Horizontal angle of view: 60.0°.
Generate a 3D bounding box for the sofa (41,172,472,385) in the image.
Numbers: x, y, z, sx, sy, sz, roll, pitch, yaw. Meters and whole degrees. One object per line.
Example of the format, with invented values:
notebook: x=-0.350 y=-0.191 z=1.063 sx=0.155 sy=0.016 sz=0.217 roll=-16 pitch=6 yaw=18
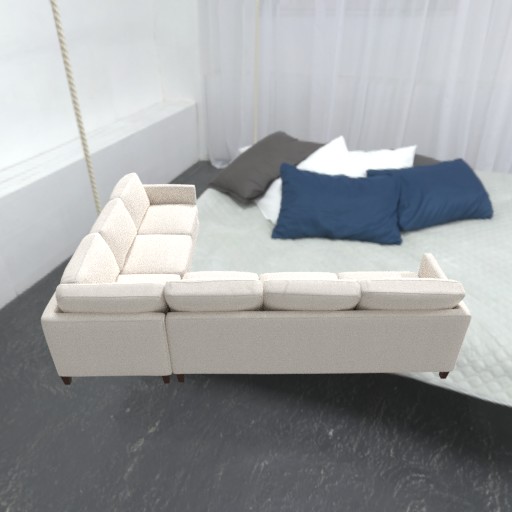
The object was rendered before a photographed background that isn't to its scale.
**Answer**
sofa: x=0.000 y=0.000 z=4.517 sx=3.302 sy=0.947 sz=2.593 roll=-1 pitch=32 yaw=-1
